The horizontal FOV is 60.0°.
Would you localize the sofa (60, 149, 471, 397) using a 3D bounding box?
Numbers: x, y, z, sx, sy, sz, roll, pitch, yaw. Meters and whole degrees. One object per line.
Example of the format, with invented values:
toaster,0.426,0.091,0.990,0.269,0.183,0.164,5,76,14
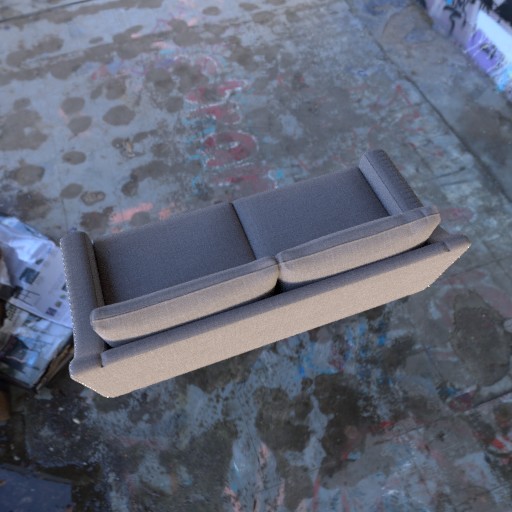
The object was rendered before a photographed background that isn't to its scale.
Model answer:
sofa,0.000,0.000,2.746,2.208,0.857,1.000,-17,60,-10
